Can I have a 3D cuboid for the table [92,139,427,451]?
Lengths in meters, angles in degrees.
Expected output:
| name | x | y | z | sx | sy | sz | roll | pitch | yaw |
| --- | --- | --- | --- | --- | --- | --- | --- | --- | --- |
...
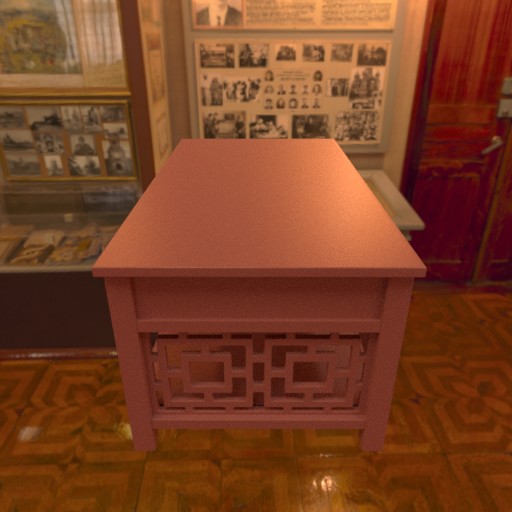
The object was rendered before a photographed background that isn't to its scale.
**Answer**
| name | x | y | z | sx | sy | sz | roll | pitch | yaw |
| --- | --- | --- | --- | --- | --- | --- | --- | --- | --- |
| table | 0.000 | 0.000 | 1.378 | 0.612 | 0.493 | 1.068 | 0 | 27 | 0 |
